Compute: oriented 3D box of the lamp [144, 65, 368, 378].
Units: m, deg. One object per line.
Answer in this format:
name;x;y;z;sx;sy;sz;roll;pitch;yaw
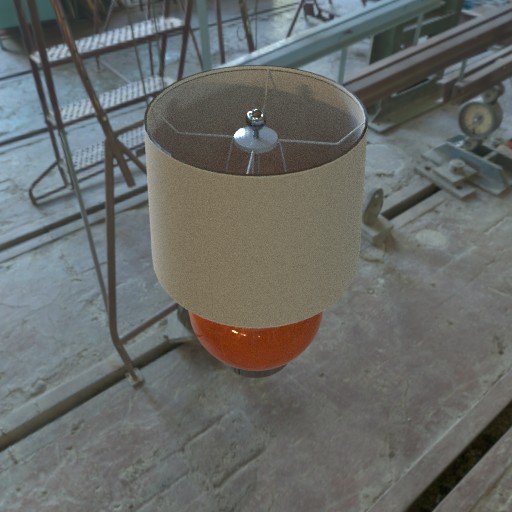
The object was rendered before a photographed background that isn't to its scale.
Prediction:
lamp;0.000;0.000;0.549;0.247;0.387;0.247;0;46;0
